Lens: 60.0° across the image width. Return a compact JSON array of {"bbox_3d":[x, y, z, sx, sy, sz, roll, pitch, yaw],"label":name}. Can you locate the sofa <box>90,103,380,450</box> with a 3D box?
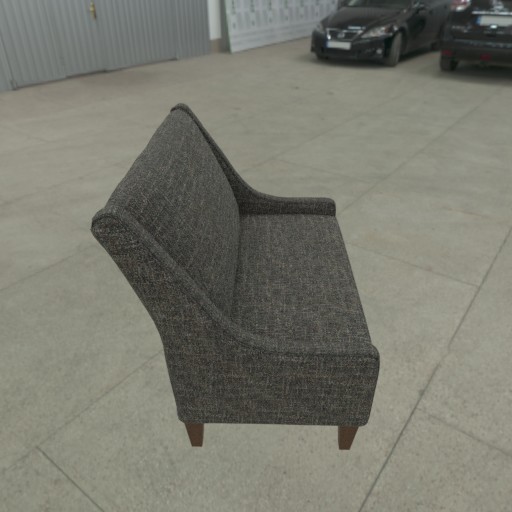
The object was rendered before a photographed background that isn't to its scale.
[{"bbox_3d":[0.000,0.000,1.936,0.870,1.021,1.242,1,33,1],"label":"sofa"}]
